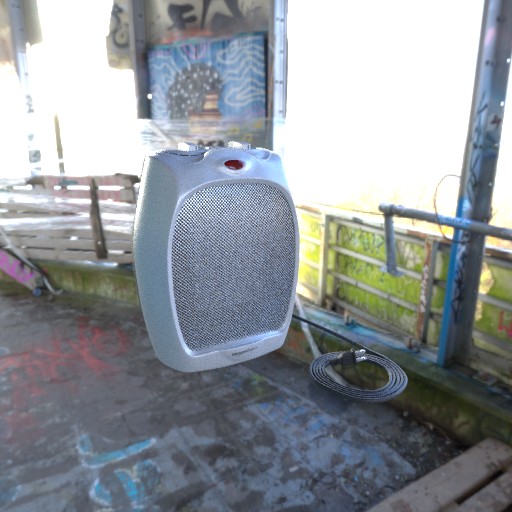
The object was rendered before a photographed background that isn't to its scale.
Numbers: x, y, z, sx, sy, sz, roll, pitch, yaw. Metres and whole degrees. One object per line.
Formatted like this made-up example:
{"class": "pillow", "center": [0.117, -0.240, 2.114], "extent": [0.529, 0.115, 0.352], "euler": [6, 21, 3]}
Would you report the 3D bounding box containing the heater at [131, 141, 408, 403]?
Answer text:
{"class": "heater", "center": [0.000, 0.000, 0.484], "extent": [0.239, 0.240, 0.291], "euler": [-9, 19, -29]}
